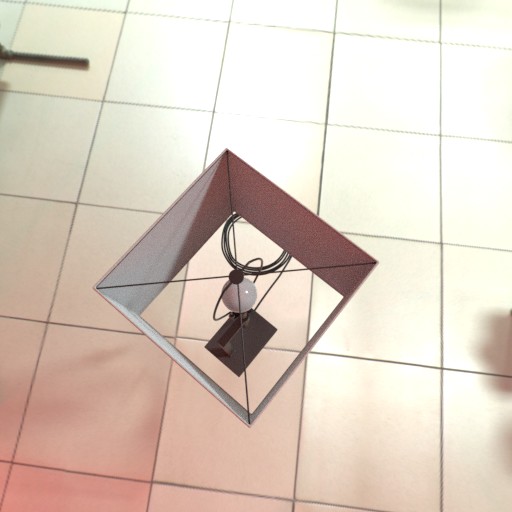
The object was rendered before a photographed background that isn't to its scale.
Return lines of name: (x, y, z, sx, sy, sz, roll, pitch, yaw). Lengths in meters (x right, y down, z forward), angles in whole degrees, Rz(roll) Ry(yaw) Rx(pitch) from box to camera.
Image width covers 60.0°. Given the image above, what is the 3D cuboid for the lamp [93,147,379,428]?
lamp: (0.000, 0.000, 0.956, 0.399, 0.660, 0.504, 38, 77, 11)
